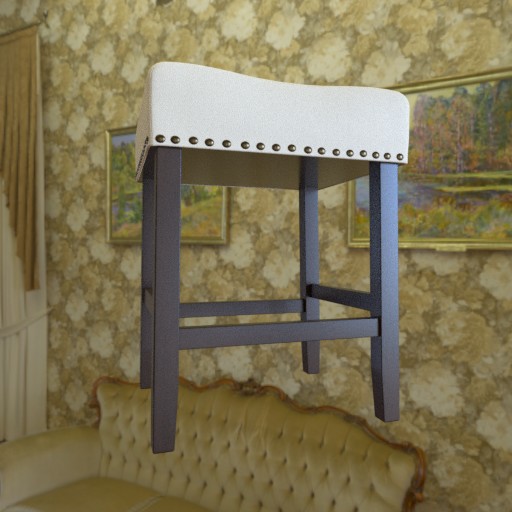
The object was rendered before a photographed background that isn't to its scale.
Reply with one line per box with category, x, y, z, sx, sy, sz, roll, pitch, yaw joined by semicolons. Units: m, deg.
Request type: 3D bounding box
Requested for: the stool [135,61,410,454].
stool;0.000;0.000;0.925;0.471;0.609;0.401;0;1;-18
